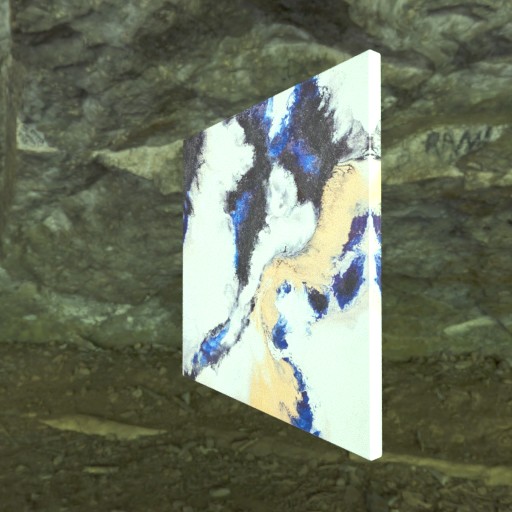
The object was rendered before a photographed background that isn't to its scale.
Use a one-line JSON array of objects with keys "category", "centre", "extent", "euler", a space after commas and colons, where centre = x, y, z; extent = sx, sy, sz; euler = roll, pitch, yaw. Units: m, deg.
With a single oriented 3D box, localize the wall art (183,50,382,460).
[{"category": "wall art", "centre": [0.000, 0.000, 1.320], "extent": [0.038, 0.885, 0.887], "euler": [1, -1, -36]}]
